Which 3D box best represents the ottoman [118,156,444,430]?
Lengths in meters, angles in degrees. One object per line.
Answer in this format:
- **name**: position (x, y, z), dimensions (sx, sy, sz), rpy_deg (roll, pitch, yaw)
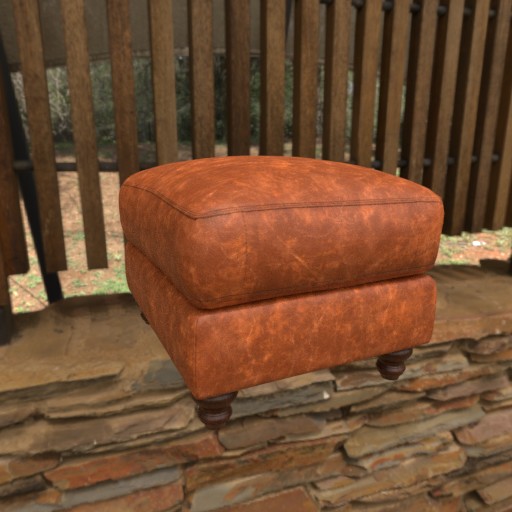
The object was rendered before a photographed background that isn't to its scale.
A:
- **ottoman**: position (0.000, 0.000, 1.278), dimensions (0.657, 0.562, 0.832), rpy_deg (-7, 15, -24)
